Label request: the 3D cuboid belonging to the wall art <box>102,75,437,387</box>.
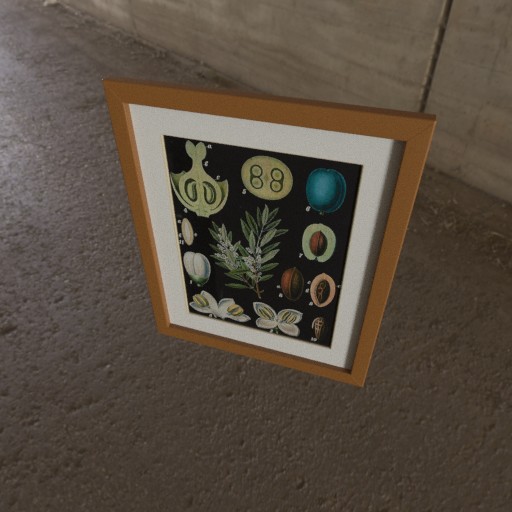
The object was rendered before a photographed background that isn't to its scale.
[{"bbox_3d":[0.000,0.000,0.755,0.449,0.550,0.021,12,42,13],"label":"wall art"}]
